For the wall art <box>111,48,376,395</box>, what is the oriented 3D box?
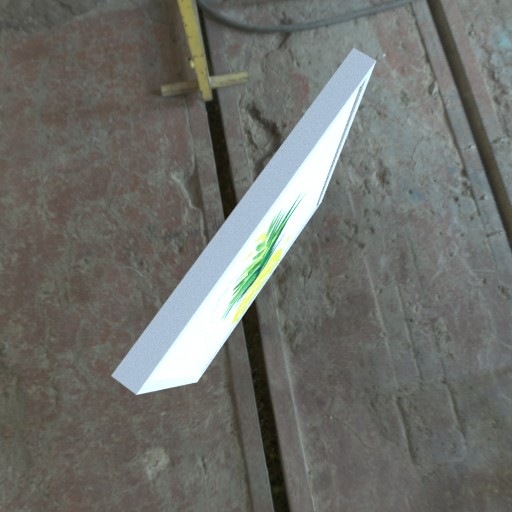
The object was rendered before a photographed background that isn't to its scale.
[{"bbox_3d":[0.000,0.000,0.778,0.035,0.507,0.508,34,78,8],"label":"wall art"}]
